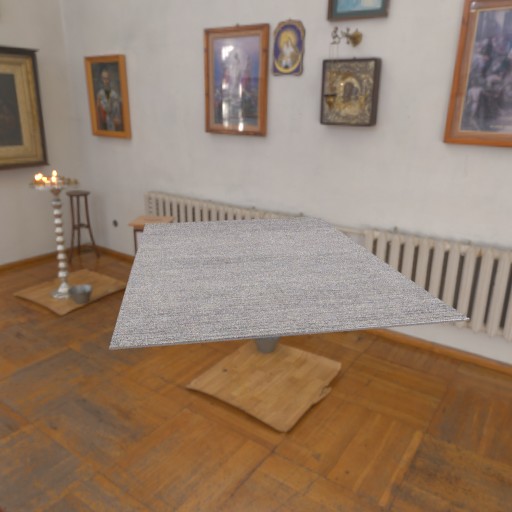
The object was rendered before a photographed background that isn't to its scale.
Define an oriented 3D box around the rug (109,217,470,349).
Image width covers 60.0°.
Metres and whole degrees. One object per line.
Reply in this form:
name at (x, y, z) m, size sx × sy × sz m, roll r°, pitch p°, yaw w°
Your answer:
rug at (0.000, 0.000, 2.990) m, size 1.604 × 0.030 × 2.307 m, roll -3°, pitch 17°, yaw -9°
